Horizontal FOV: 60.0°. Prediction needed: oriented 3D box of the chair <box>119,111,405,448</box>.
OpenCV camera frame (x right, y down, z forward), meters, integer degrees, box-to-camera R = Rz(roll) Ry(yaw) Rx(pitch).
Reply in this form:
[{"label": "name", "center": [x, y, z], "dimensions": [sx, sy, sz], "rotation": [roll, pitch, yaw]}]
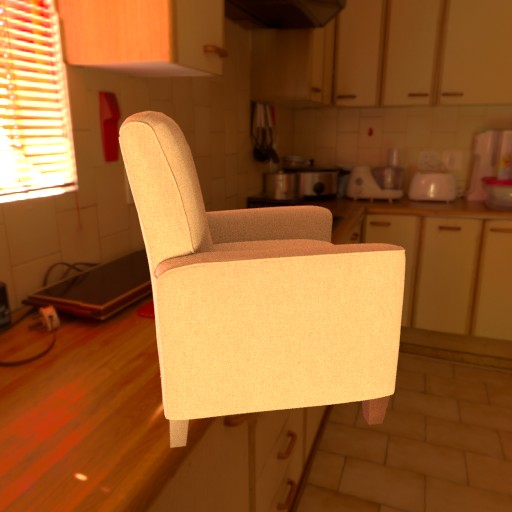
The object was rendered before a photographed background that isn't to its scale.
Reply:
[{"label": "chair", "center": [0.000, 0.000, 1.673], "dimensions": [0.859, 1.023, 0.845], "rotation": [-3, 16, -10]}]
